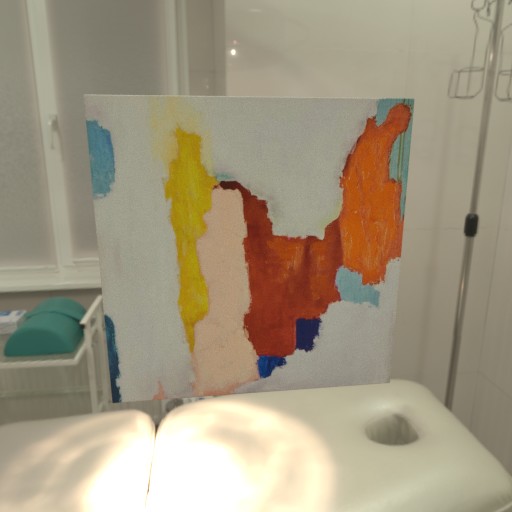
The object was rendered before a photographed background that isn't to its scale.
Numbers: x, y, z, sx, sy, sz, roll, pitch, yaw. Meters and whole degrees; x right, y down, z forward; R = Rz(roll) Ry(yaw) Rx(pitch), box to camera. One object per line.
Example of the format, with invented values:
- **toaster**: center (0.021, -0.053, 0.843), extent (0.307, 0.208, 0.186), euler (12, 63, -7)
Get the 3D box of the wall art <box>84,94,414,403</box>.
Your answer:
- **wall art**: center (0.000, 0.000, 1.202), extent (0.814, 0.814, 0.037), euler (-2, 15, -7)
